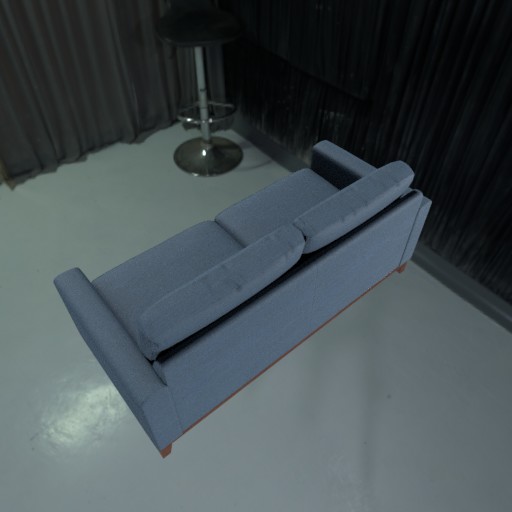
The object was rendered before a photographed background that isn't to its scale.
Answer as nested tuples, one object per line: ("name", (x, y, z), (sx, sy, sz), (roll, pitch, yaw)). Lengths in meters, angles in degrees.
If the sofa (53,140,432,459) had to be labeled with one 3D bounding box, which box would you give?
("sofa", (0.000, 0.000, 2.453), (1.900, 0.865, 0.877), (-32, 54, -26))
